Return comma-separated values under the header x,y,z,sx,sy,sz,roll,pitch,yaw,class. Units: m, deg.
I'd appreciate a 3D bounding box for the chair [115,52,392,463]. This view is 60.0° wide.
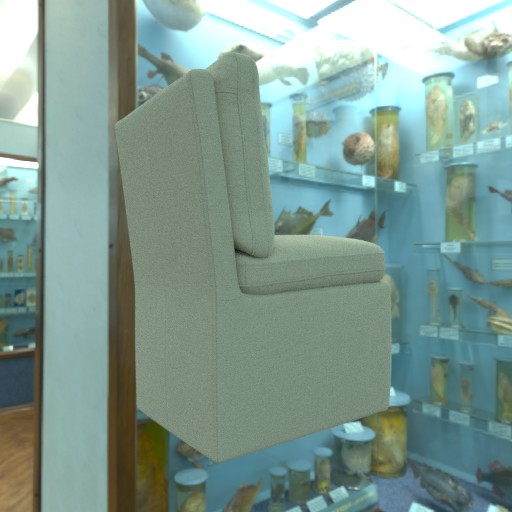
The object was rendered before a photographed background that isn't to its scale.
x,y,z,sx,sy,sz,roll,pitch,yaw,class
0.000,0.000,1.321,0.698,0.927,0.503,0,-1,-37,chair
